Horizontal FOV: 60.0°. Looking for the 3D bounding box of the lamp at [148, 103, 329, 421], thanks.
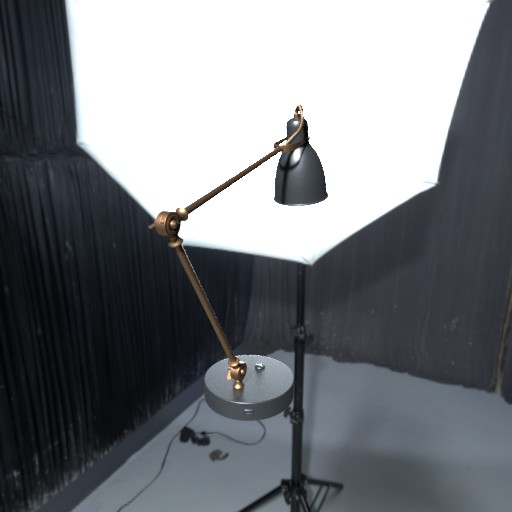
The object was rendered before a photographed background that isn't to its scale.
[{"bbox_3d":[0.000,0.000,0.879,0.187,0.587,0.561,9,18,28],"label":"lamp"}]
